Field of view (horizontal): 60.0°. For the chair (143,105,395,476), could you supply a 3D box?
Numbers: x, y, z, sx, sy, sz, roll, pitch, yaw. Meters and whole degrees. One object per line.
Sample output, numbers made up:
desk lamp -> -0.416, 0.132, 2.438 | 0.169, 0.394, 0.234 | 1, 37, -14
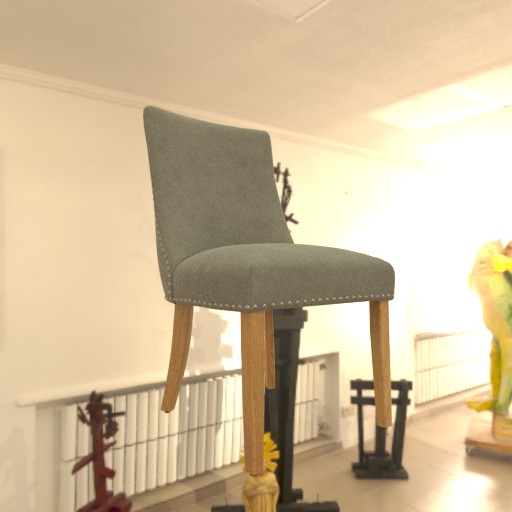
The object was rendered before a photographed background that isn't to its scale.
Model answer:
chair -> 0.000, 0.000, 1.258 | 0.495, 0.902, 0.610 | 1, -1, -37
